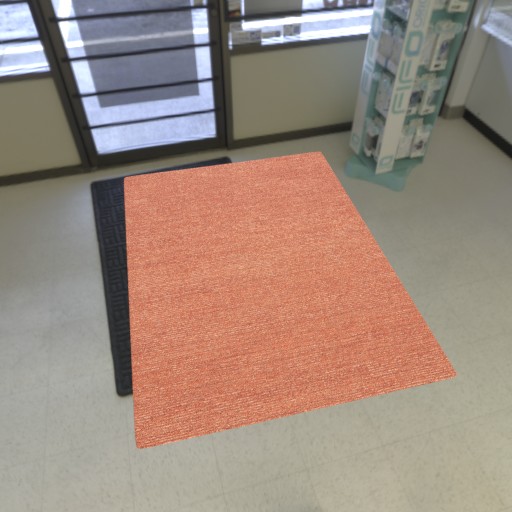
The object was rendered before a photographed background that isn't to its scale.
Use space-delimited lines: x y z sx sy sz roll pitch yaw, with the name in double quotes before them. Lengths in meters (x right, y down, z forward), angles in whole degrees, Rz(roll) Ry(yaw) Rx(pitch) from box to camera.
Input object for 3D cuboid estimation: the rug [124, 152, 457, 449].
"rug" 0.000 0.000 2.813 1.594 0.009 2.112 -10 46 -9
